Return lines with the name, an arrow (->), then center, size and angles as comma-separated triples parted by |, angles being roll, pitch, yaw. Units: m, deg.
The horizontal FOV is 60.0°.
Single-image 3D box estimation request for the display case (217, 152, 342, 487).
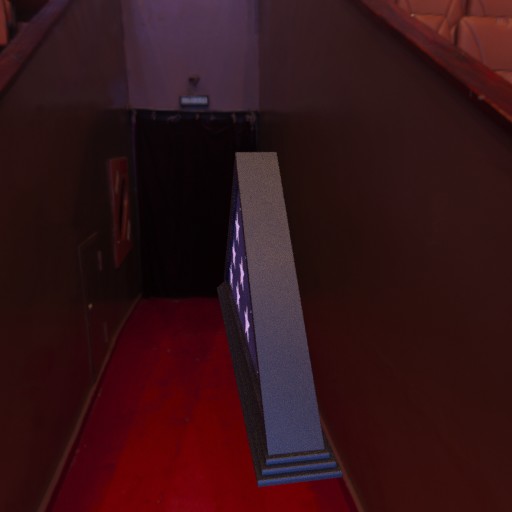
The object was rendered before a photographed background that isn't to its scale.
display case -> 0.000, 0.000, 0.745 | 0.095, 0.340, 0.640 | -2, 16, -8
